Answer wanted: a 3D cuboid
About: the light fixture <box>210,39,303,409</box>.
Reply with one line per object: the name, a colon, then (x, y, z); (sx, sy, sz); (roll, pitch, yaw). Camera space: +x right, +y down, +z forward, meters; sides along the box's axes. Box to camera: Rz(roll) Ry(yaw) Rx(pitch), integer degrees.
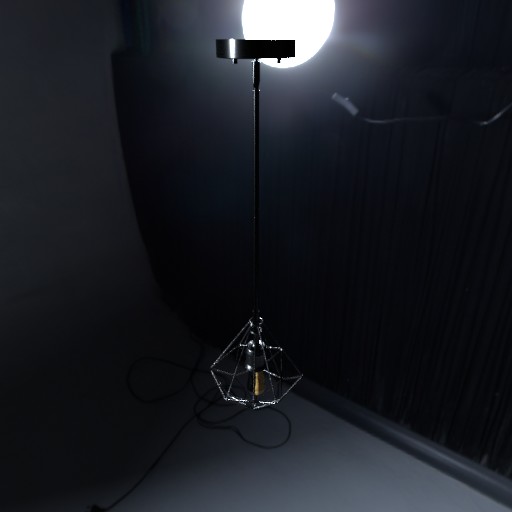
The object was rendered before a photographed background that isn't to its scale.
light fixture: (0.000, 0.000, 2.009); (0.431, 1.764, 0.487); (18, 32, 32)
